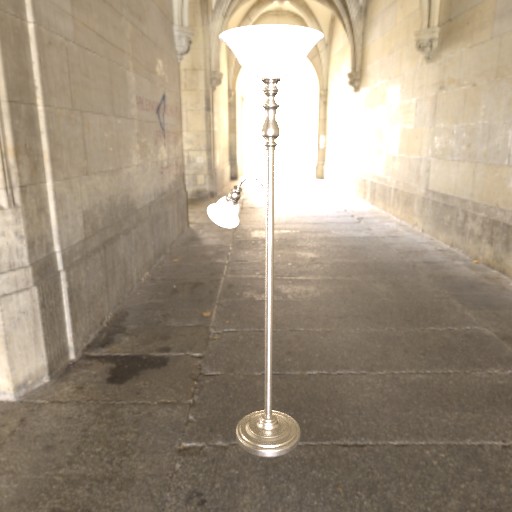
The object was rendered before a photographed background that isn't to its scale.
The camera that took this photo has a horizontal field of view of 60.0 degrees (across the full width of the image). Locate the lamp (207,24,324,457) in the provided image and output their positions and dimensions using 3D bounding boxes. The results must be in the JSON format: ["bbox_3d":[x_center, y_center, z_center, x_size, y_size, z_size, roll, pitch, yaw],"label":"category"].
[{"bbox_3d":[0.000,0.000,2.006,0.405,1.785,0.575,-14,20,-43],"label":"lamp"}]
